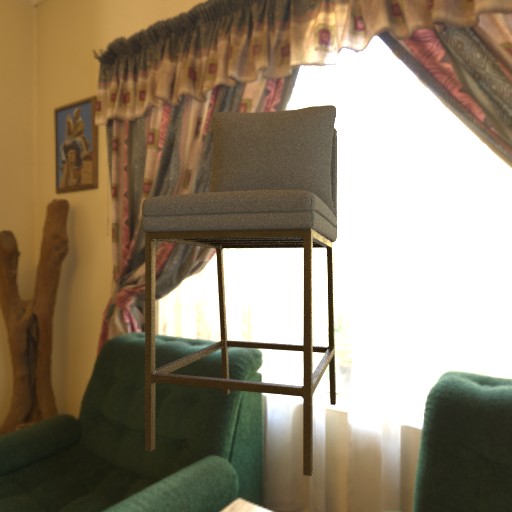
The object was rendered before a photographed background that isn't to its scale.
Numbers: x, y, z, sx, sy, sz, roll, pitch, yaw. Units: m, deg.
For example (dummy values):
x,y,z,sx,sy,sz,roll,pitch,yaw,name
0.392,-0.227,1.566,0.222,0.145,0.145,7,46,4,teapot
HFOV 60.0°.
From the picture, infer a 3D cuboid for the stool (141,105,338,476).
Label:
x,y,z,sx,sy,sz,roll,pitch,yaw,name
0.000,0.000,1.359,0.463,1.030,0.569,0,0,18,stool
